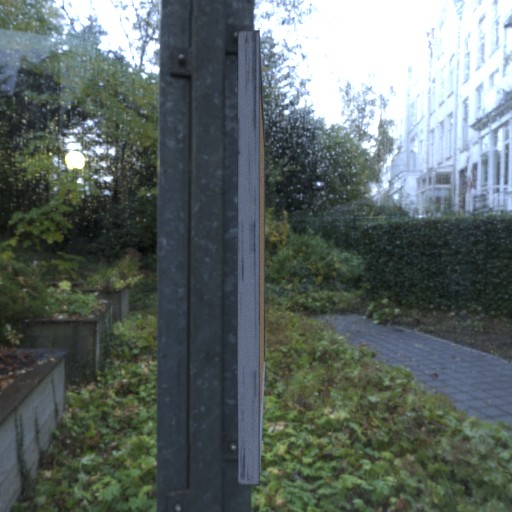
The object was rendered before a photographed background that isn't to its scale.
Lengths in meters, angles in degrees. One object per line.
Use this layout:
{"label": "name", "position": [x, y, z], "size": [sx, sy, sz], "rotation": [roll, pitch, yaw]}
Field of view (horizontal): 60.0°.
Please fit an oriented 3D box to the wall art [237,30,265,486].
{"label": "wall art", "position": [0.000, 0.000, 1.120], "size": [0.037, 0.761, 0.761], "rotation": [0, 1, 2]}
